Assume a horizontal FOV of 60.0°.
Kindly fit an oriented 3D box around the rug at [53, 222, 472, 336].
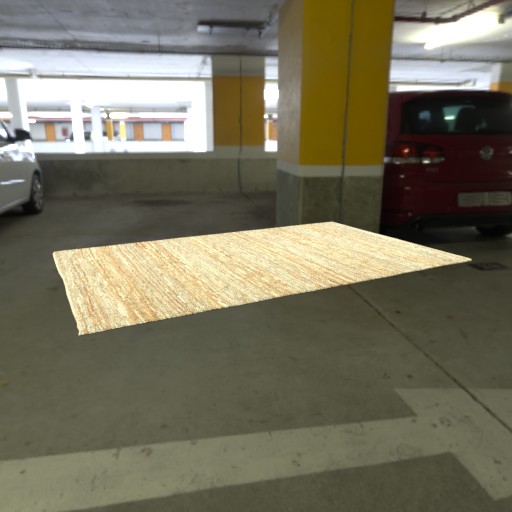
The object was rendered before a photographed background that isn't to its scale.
[{"bbox_3d":[0.000,0.000,3.012,2.446,0.009,1.529,-8,17,-27],"label":"rug"}]
